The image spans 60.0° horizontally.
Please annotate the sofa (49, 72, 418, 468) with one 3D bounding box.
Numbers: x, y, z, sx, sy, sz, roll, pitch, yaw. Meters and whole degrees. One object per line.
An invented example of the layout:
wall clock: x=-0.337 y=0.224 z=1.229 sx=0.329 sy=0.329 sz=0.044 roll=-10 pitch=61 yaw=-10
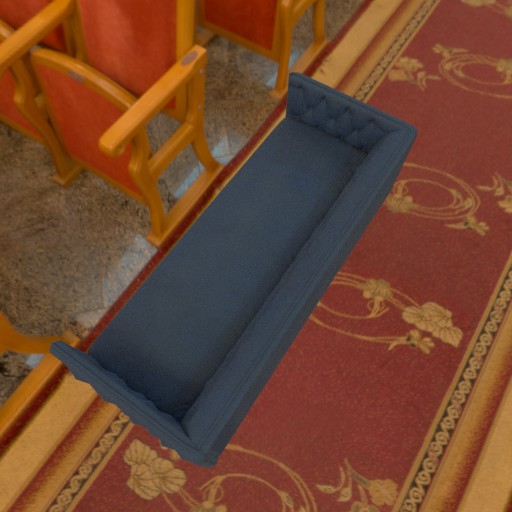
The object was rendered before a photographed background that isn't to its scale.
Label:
sofa: x=0.000 y=0.000 z=2.641 sx=0.895 sy=0.771 sz=2.209 roll=31 pitch=68 yaw=14
